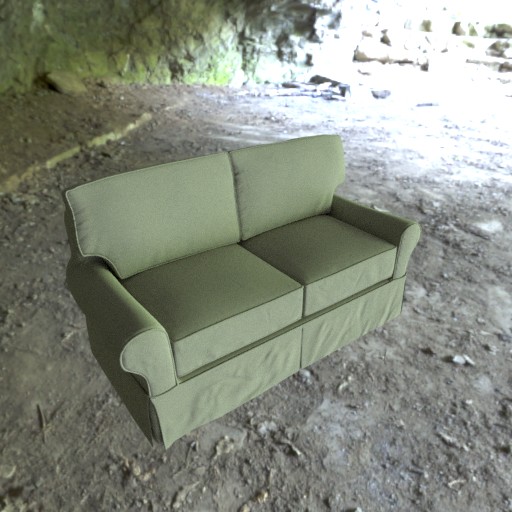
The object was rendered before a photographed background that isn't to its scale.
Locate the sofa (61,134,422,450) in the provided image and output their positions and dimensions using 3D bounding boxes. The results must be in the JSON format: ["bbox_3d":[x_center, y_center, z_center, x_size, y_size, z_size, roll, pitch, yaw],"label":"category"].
[{"bbox_3d":[0.000,0.000,2.368,1.823,1.024,0.841,-19,34,-32],"label":"sofa"}]
